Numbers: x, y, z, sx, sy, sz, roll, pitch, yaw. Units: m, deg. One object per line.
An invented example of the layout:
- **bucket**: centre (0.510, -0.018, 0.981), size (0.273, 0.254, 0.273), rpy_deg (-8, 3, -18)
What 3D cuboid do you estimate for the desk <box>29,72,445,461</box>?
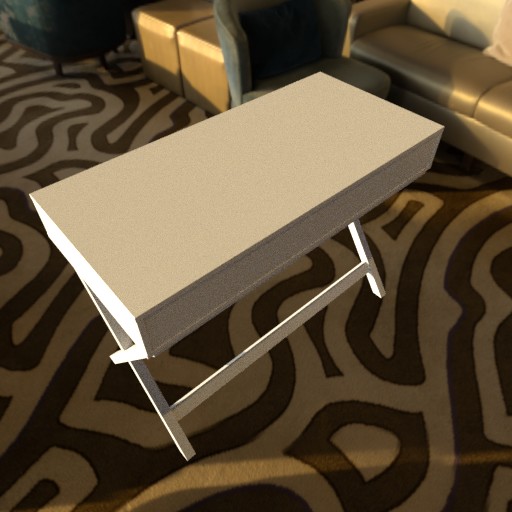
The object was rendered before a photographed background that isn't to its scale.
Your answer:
- **desk**: centre (0.000, 0.000, 1.493), size (1.059, 0.780, 0.509), rpy_deg (-32, 54, -27)
